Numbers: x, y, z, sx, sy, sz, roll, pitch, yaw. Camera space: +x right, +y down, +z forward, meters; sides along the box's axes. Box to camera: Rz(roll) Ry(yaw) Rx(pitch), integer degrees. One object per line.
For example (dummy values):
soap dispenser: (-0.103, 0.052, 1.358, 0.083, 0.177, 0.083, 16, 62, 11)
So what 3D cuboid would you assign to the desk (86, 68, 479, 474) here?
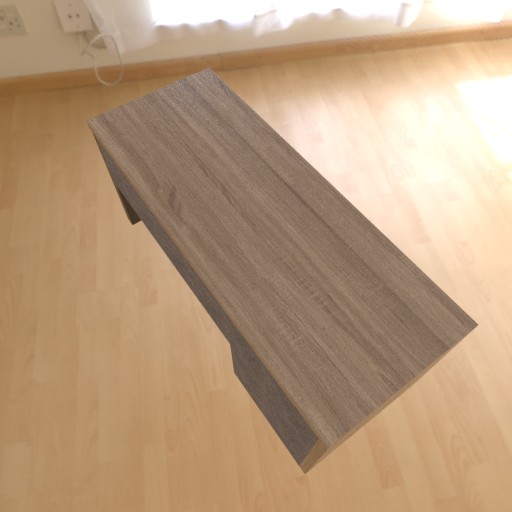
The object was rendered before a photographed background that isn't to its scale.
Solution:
desk: (0.000, 0.000, 2.088, 0.690, 0.760, 1.700, -31, 63, -18)
